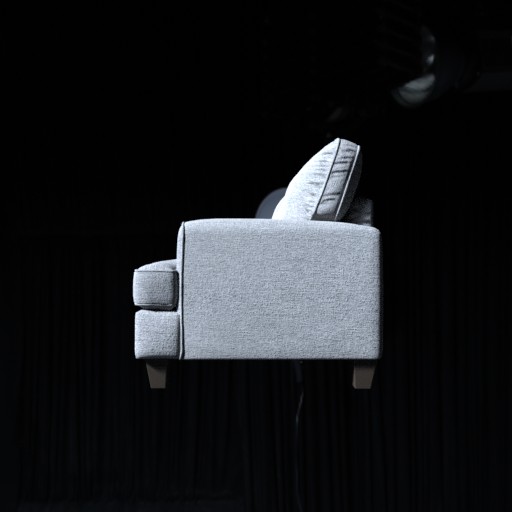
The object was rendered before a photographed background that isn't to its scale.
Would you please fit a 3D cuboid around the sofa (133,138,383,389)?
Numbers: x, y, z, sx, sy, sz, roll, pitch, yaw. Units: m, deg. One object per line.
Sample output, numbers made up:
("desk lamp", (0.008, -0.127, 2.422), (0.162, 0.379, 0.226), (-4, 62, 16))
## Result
("sofa", (0.000, 0.000, 2.687), (0.951, 0.965, 2.158), (0, 1, 0))
